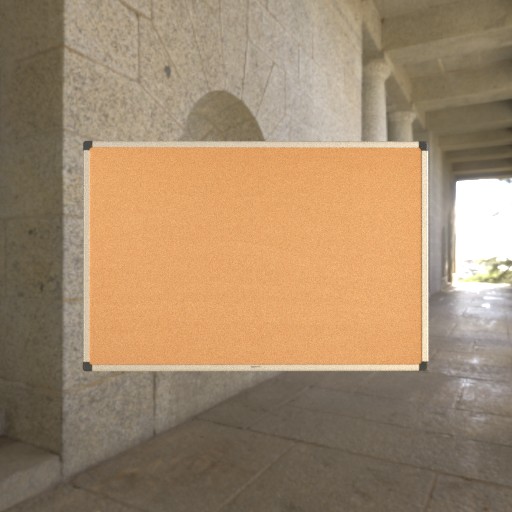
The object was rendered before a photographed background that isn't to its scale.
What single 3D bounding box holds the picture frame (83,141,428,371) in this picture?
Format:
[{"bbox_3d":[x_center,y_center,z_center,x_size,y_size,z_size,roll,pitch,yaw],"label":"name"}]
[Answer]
[{"bbox_3d":[0.000,0.000,1.157,0.900,0.600,0.010,0,0,0],"label":"picture frame"}]
